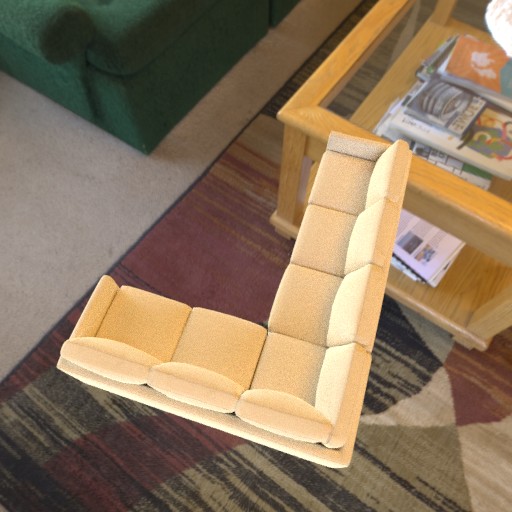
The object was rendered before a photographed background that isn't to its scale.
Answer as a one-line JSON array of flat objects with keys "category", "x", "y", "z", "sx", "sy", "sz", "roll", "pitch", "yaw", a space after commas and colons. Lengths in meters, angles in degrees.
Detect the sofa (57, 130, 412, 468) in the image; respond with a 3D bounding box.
[{"category": "sofa", "x": 0.000, "y": 0.000, "z": 4.494, "sx": 2.593, "sy": 0.947, "sz": 3.302, "roll": 16, "pitch": 65, "yaw": 8}]
